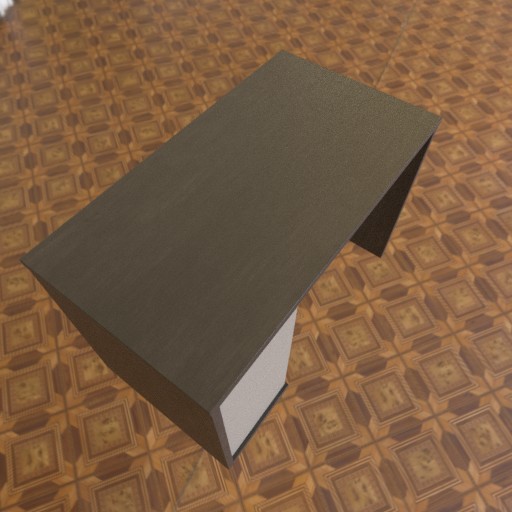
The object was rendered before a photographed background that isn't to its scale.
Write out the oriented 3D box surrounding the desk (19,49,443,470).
[{"bbox_3d":[0.000,0.000,1.520,0.600,0.750,1.100,32,62,19],"label":"desk"}]
